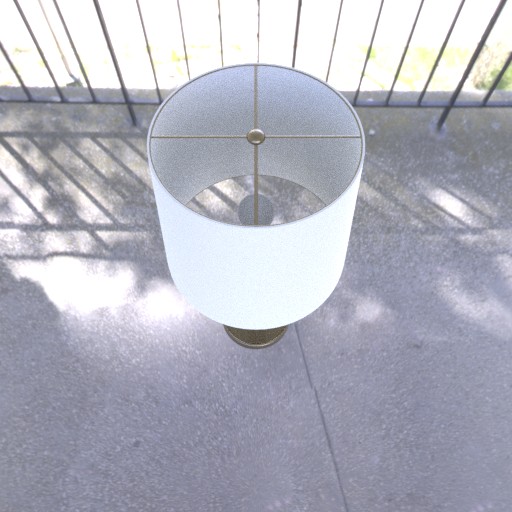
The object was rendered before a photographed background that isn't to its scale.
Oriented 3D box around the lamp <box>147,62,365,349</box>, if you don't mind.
[{"bbox_3d":[0.000,0.000,0.795,0.303,0.618,0.303,0,62,0],"label":"lamp"}]
